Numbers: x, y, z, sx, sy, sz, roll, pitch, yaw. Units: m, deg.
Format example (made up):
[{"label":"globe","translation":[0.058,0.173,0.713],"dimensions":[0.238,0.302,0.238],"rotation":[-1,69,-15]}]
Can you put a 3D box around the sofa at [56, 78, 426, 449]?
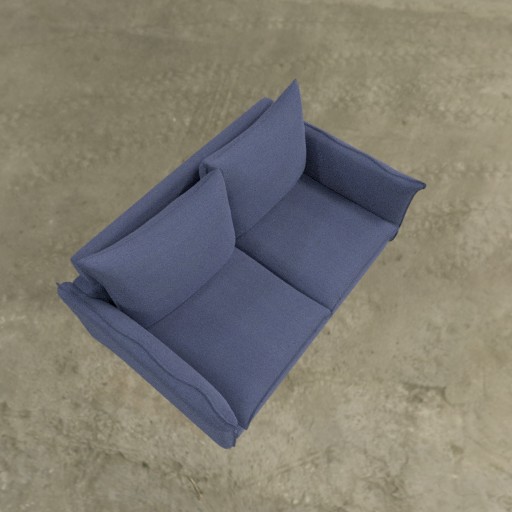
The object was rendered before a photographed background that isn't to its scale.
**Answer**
[{"label":"sofa","translation":[0.000,0.000,1.856],"dimensions":[0.820,0.840,1.300],"rotation":[34,64,19]}]
